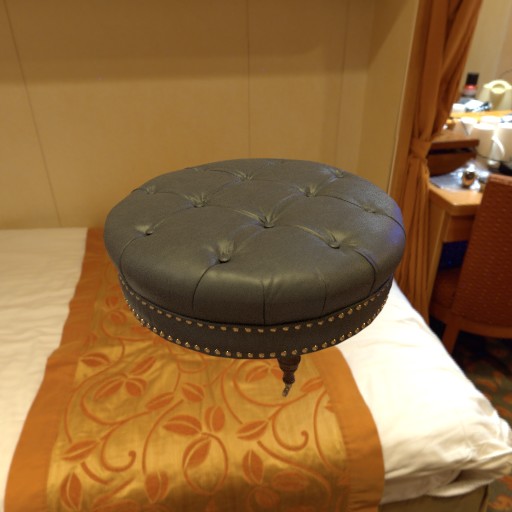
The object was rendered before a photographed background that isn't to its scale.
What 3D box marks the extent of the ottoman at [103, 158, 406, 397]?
[{"bbox_3d":[0.000,0.000,1.427,0.901,0.439,0.901,0,30,0],"label":"ottoman"}]
